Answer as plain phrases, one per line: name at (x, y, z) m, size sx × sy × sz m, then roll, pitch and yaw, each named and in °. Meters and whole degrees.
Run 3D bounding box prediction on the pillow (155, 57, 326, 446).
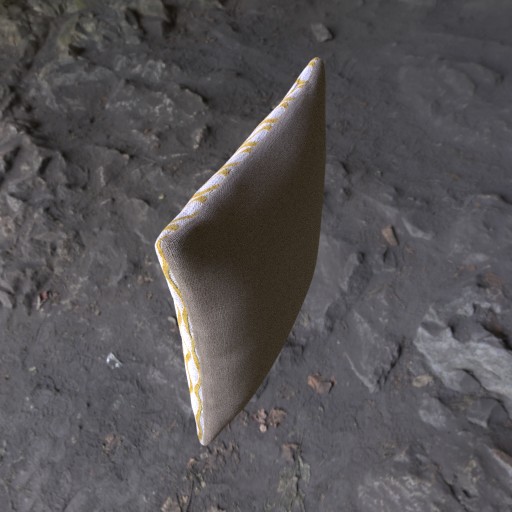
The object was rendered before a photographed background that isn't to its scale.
pillow at (0.000, 0.000, 0.662) m, size 0.159 × 0.436 × 0.429 m, roll 17°, pitch 49°, yaw 15°
